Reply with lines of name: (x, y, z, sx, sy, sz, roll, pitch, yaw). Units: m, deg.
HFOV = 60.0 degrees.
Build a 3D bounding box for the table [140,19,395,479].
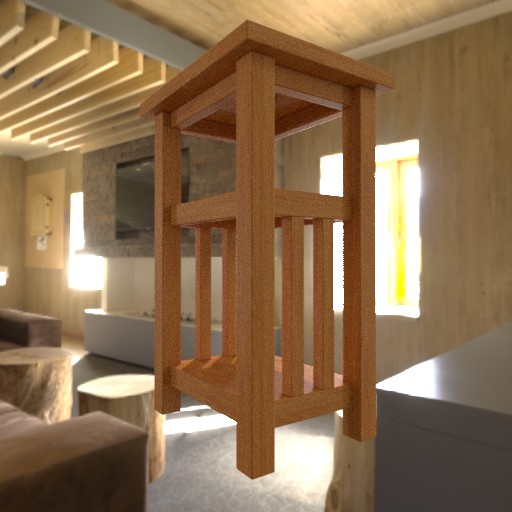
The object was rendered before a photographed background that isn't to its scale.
table: (0.000, 0.000, 0.735, 0.270, 0.550, 0.350, 0, 0, -35)
